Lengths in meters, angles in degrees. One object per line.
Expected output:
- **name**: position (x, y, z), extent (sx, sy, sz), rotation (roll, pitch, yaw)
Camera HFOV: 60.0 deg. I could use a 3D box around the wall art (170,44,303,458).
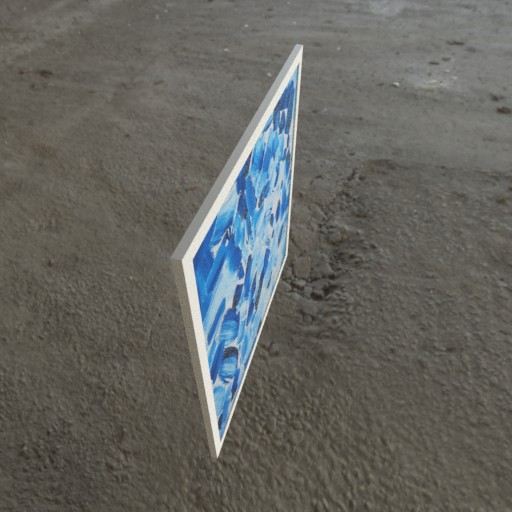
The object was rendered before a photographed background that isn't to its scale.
- **wall art**: position (0.000, 0.000, 0.980), extent (0.015, 0.660, 0.660), rotation (12, 48, 11)
